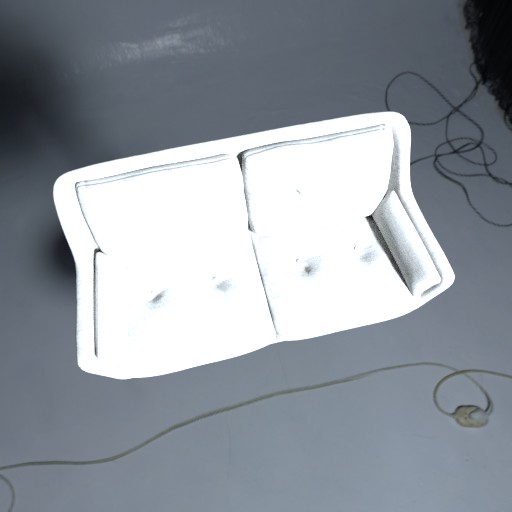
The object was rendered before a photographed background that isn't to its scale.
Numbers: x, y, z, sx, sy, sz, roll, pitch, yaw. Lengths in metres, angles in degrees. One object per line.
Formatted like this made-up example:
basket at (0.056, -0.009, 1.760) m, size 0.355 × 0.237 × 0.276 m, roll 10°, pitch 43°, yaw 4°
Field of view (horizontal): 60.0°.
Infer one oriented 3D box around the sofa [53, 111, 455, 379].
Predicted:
sofa at (0.000, 0.000, 2.444) m, size 1.930 × 0.897 × 0.976 m, roll -12°, pitch 64°, yaw -6°
